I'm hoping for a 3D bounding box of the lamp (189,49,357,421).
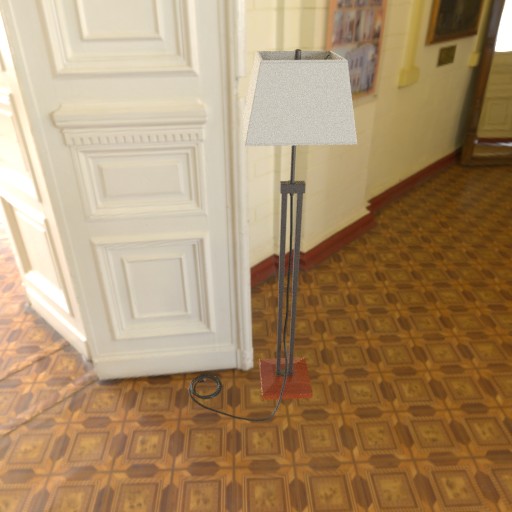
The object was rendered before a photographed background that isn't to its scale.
[{"bbox_3d":[0.000,0.000,2.028,0.745,1.712,0.472,-1,31,-2],"label":"lamp"}]
